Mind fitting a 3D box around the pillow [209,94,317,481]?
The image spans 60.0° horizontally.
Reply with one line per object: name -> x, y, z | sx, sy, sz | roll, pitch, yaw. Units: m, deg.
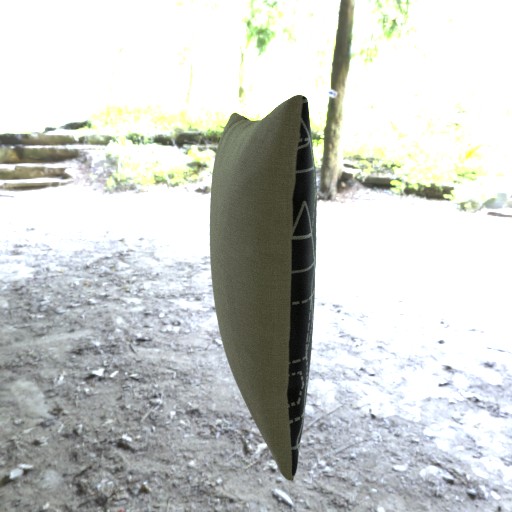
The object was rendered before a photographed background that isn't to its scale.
pillow -> 0.000, 0.000, 0.789 | 0.158, 0.508, 0.517 | -3, 16, -10
